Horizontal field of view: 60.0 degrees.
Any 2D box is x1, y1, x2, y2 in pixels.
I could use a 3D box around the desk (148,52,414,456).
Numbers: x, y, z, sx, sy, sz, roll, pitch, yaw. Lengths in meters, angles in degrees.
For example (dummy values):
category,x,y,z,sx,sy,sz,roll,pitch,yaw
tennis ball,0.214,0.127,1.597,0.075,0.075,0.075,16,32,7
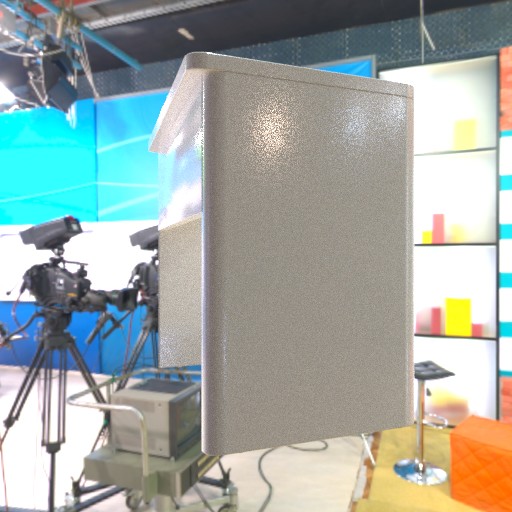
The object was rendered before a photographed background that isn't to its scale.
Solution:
category,x,y,z,sx,sy,sz,roll,pitch,yaw
desk,0.000,0.000,1.306,0.549,0.800,0.762,0,0,-19
